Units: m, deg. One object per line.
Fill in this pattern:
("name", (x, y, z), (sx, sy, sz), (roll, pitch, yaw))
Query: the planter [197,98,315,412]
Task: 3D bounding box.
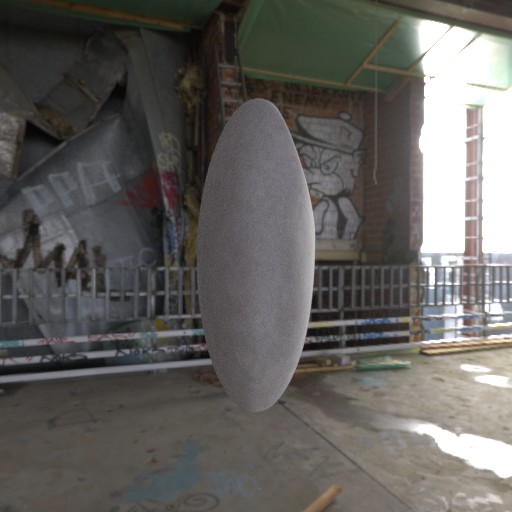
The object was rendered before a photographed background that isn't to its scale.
("planter", (0.000, 0.000, 0.282), (0.071, 0.188, 0.185), (0, 0, 0))
